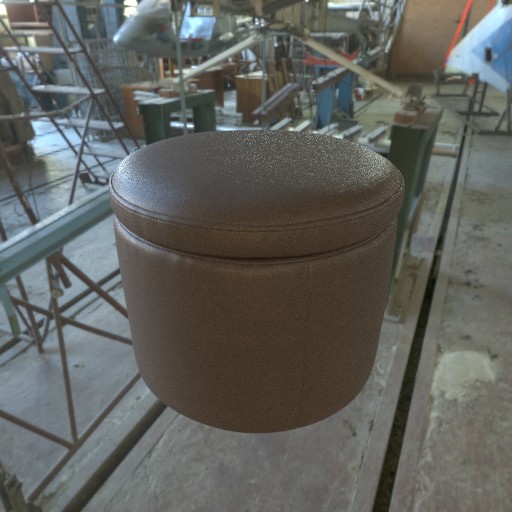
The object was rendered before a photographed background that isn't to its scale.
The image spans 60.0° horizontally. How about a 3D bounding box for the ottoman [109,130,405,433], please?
[{"bbox_3d":[0.000,0.000,0.849,0.500,0.409,0.500,0,28,0],"label":"ottoman"}]
